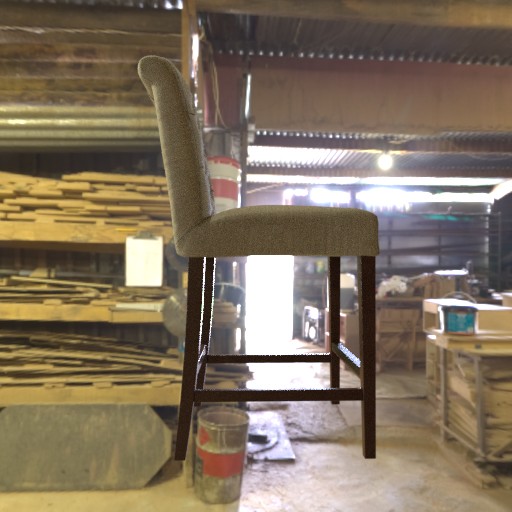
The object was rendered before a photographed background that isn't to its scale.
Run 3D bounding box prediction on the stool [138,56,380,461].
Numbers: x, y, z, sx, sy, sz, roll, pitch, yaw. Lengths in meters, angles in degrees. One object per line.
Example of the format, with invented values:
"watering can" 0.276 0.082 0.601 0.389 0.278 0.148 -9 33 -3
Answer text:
"stool" 0.000 0.000 1.407 0.660 1.084 0.486 0 0 -2
